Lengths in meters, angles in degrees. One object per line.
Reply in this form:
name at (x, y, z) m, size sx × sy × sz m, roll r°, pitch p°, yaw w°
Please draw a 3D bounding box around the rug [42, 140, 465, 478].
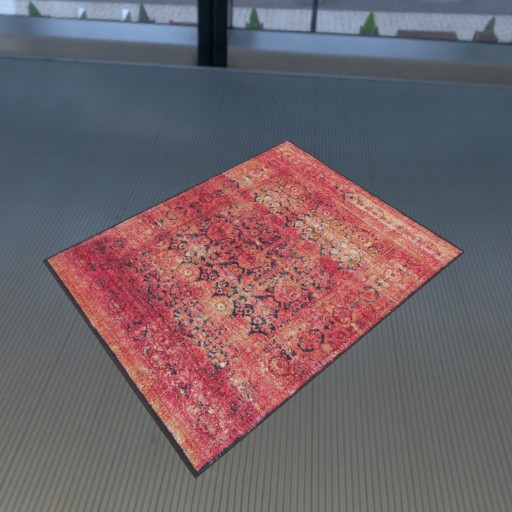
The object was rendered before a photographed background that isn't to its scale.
rug at (0.000, 0.000, 4.053) m, size 3.032 × 0.020 × 2.411 m, roll -32°, pitch 55°, yaw -26°
